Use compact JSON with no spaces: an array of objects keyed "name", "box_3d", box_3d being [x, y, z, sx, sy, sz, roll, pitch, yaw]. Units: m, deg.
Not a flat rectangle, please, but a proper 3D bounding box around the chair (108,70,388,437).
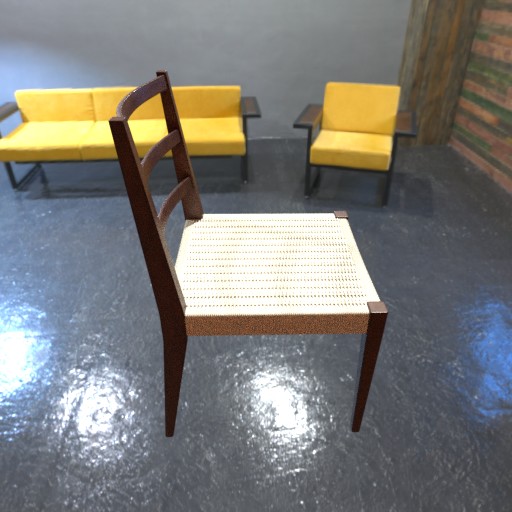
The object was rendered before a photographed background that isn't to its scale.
[{"name":"chair","box_3d":[0.000,0.000,1.133,0.551,0.813,0.480,0,32,-1]}]
